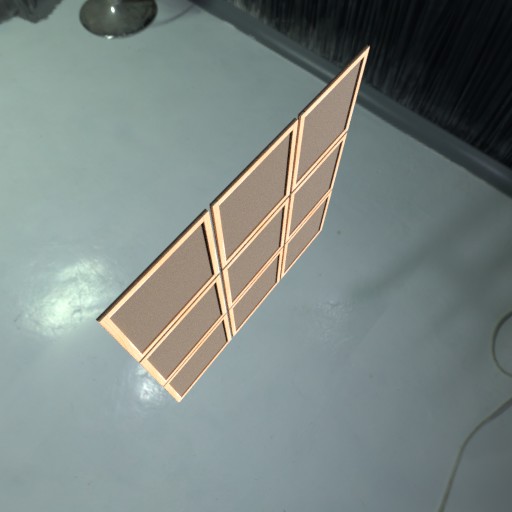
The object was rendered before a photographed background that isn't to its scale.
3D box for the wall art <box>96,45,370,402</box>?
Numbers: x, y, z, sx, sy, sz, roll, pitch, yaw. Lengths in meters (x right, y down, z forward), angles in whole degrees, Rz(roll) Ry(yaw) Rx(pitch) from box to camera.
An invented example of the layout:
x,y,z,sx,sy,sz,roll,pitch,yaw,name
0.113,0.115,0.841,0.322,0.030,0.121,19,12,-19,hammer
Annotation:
x,y,z,sx,sy,sz,roll,pitch,yaw,name
0.000,0.000,1.805,0.013,1.218,1.216,35,68,16,wall art
